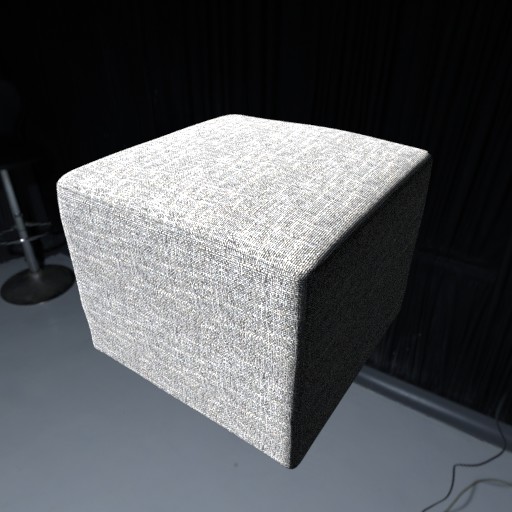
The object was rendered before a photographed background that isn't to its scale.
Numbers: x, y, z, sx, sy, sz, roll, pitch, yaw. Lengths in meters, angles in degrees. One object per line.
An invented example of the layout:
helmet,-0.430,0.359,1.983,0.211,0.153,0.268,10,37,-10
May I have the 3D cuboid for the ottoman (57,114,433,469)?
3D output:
ottoman,0.000,0.000,0.910,0.512,0.453,0.521,20,38,29
